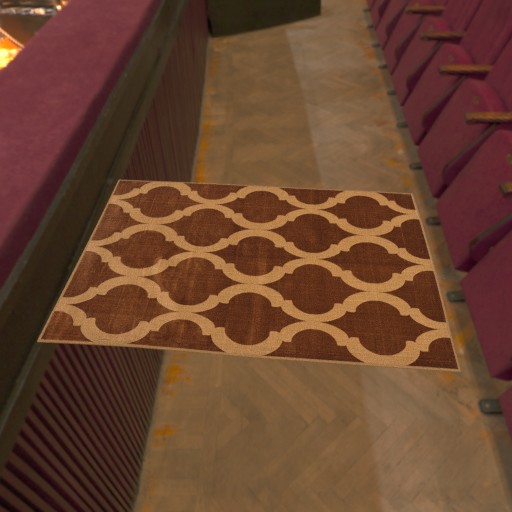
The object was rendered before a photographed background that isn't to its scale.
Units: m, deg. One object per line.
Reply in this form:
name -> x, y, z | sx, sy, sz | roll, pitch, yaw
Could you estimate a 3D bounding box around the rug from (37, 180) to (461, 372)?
rug -> 0.000, 0.000, 2.900 | 2.290, 0.014, 1.526 | 3, 45, 3
